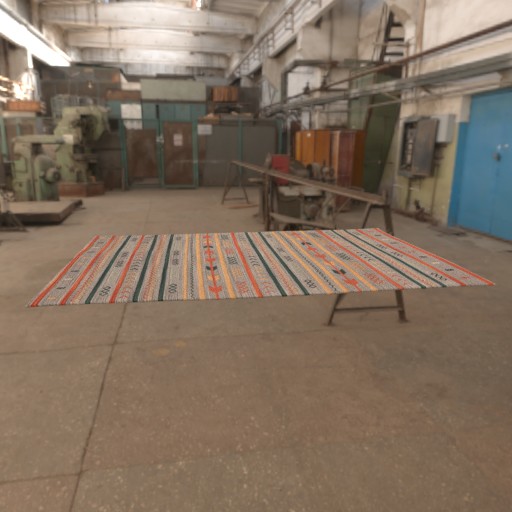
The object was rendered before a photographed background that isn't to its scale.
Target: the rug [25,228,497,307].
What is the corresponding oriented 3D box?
[{"bbox_3d":[0.000,0.000,2.280,1.835,0.017,1.220,-2,15,-8],"label":"rug"}]
